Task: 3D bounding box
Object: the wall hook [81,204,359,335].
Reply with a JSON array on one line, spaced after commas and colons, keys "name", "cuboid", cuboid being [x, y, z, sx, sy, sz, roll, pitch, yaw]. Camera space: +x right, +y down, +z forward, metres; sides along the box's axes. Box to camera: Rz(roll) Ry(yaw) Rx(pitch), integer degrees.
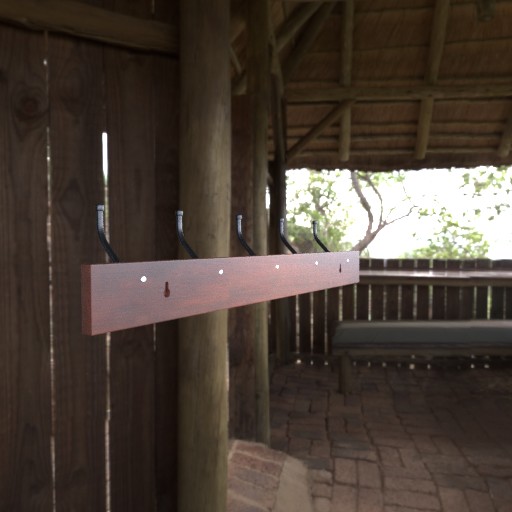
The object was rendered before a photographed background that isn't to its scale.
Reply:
[{"name": "wall hook", "cuboid": [0.000, 0.000, 0.621, 0.071, 0.117, 0.571, 1, 3, 35]}]
